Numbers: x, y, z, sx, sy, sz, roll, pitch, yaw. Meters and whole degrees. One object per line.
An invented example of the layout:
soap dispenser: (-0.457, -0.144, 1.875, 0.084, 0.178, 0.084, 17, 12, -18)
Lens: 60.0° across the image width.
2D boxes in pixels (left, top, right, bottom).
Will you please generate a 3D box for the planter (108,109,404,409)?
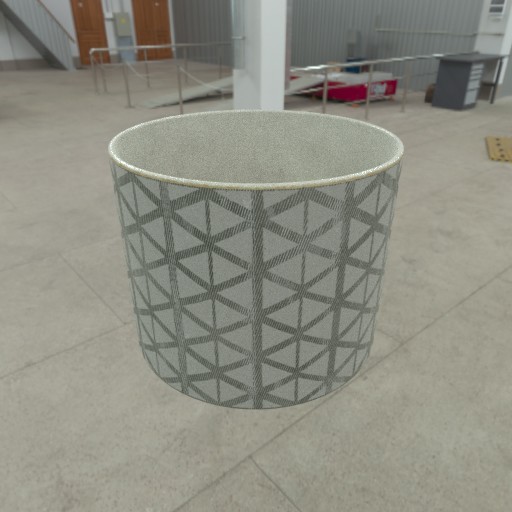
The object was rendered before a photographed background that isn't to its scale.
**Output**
planter: (0.000, 0.000, 0.446, 0.250, 0.239, 0.250, 0, 29, 0)
